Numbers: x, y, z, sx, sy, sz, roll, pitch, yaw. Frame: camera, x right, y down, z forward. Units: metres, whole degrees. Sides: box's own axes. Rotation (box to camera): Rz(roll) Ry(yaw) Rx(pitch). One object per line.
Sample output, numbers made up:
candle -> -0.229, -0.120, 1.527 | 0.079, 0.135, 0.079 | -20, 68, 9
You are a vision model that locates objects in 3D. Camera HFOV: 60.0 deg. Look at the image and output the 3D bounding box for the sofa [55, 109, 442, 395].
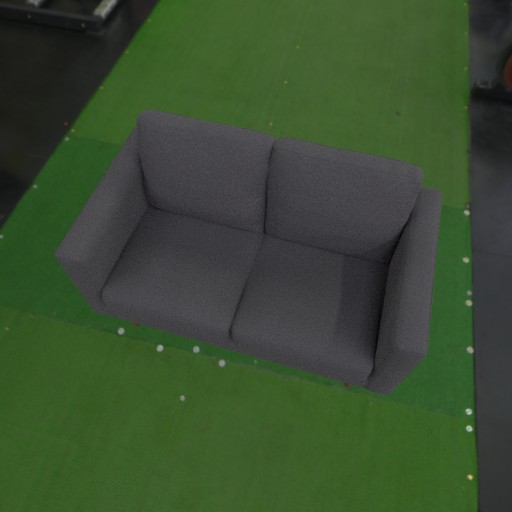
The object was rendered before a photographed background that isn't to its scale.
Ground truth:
sofa -> 0.000, 0.000, 1.983 | 1.430, 0.908, 0.796 | 14, 59, 9
